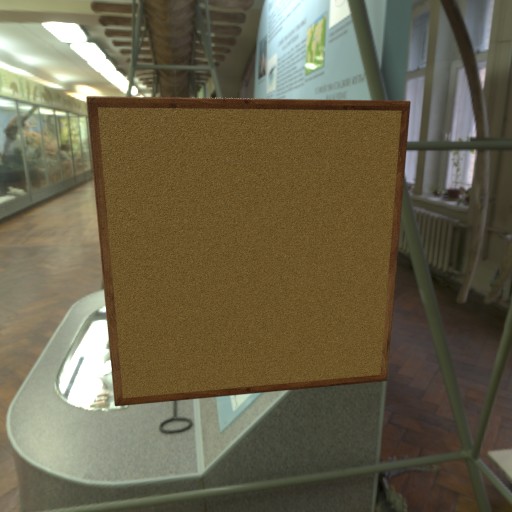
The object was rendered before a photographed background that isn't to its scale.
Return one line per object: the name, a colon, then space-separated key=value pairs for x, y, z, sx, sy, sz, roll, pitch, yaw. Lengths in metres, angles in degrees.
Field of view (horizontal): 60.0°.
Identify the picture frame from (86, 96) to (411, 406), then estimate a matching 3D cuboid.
picture frame: x=0.000 y=0.000 z=0.533 sx=0.352 sy=0.356 sz=0.028 roll=-2 pitch=15 yaw=-9
